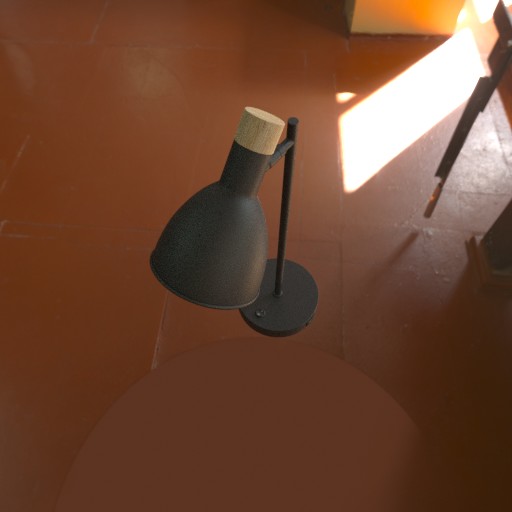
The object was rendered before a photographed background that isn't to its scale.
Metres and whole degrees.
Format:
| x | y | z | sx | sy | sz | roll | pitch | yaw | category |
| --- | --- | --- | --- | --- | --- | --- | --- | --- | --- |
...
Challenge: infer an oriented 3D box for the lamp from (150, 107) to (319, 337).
| x | y | z | sx | sy | sz | roll | pitch | yaw | category |
| --- | --- | --- | --- | --- | --- | --- | --- | --- | --- |
| 0.000 | 0.000 | 0.607 | 0.152 | 0.483 | 0.287 | 34 | 64 | 19 | lamp |
